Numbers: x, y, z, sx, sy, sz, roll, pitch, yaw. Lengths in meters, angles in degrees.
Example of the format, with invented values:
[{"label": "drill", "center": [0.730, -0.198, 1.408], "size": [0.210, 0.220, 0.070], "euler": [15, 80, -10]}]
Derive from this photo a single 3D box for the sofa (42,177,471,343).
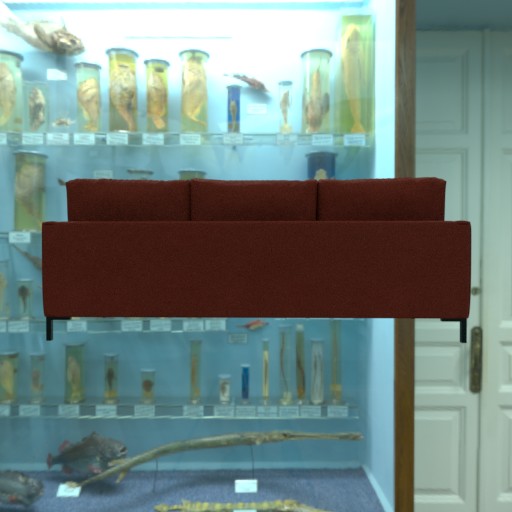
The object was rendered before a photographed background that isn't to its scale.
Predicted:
[{"label": "sofa", "center": [0.000, 0.000, 2.713], "size": [2.252, 0.879, 0.875], "euler": [0, 1, 1]}]
